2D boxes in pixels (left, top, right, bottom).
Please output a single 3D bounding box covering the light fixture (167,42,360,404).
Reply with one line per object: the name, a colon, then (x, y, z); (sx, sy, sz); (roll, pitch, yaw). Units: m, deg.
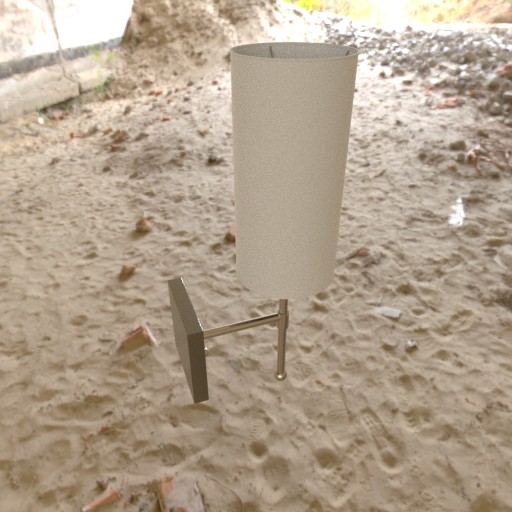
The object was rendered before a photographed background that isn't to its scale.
light fixture: (0.000, 0.000, 0.547); (0.208, 0.462, 0.128); (-11, 33, -17)
